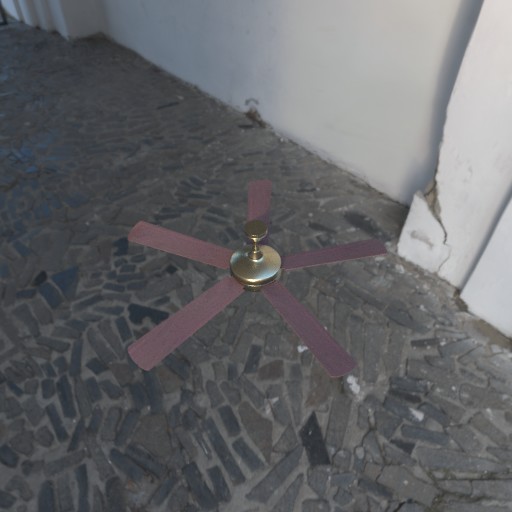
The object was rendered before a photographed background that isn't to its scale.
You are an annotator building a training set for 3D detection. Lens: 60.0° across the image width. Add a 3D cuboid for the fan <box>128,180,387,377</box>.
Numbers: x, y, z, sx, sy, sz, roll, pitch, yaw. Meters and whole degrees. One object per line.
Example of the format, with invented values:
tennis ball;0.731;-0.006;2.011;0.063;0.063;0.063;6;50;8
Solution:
fan;0.000;0.000;2.077;1.321;0.356;1.321;-17;48;-16
